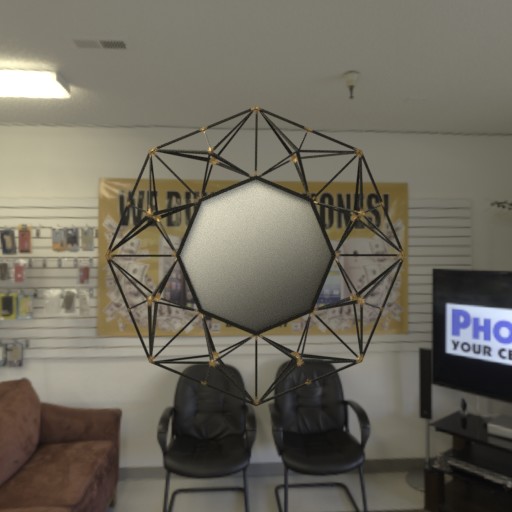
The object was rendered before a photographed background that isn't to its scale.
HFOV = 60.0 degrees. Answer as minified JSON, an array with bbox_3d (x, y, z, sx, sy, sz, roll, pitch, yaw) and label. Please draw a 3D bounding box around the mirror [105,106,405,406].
[{"bbox_3d":[0.000,0.000,1.052,0.710,0.710,0.094,0,0,-1],"label":"mirror"}]
